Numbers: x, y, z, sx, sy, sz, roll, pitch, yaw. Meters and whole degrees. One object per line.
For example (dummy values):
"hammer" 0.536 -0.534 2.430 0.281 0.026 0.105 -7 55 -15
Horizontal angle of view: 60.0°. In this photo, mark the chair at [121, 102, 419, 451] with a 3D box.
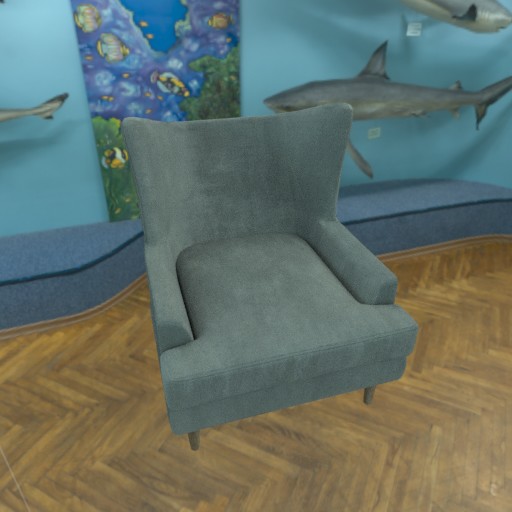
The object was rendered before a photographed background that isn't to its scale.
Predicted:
"chair" 0.000 0.000 1.578 0.784 0.950 0.906 -9 32 -15
